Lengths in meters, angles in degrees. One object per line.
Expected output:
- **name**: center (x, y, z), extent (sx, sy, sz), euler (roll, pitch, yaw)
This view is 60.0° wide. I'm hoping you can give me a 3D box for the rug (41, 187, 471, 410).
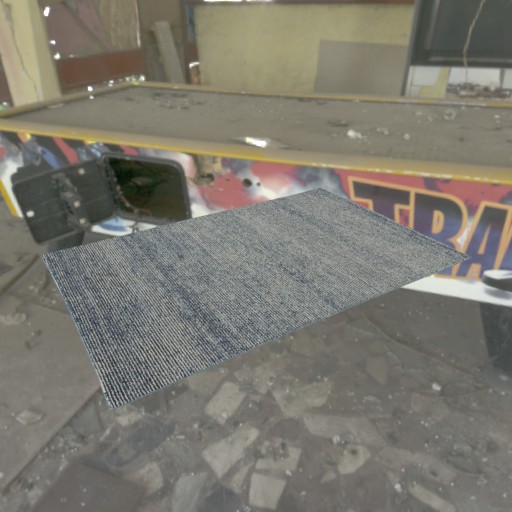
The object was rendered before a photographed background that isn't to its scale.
- **rug**: center (0.000, 0.000, 2.167), extent (1.777, 0.021, 1.145), euler (-17, 33, -28)
